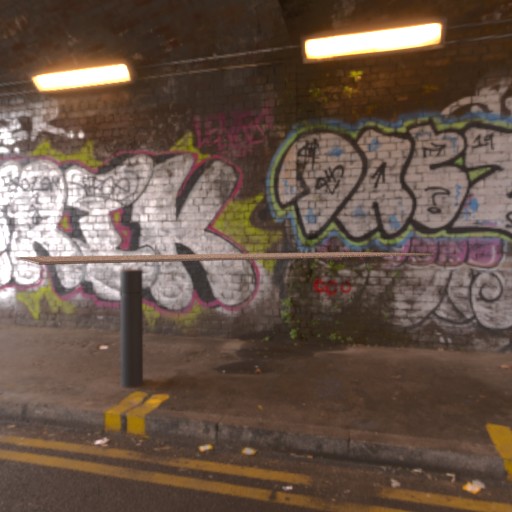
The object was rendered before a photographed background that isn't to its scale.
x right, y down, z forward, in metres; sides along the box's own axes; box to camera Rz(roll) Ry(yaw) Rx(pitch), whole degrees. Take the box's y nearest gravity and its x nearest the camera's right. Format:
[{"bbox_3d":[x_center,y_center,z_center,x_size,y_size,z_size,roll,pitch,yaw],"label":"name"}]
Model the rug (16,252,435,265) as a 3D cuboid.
[{"bbox_3d":[0.000,0.000,2.364,2.196,0.011,0.662,-1,2,-34],"label":"rug"}]
